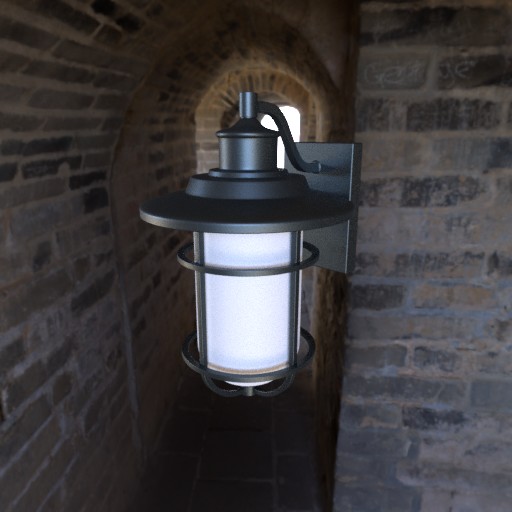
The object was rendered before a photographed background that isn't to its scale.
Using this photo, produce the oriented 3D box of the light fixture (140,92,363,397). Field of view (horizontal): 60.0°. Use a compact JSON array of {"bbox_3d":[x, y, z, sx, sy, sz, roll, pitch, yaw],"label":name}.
[{"bbox_3d":[0.000,0.000,0.500,0.222,0.345,0.252,15,21,43],"label":"light fixture"}]
